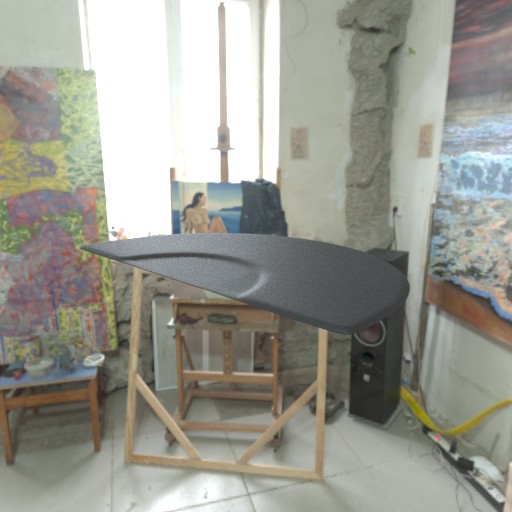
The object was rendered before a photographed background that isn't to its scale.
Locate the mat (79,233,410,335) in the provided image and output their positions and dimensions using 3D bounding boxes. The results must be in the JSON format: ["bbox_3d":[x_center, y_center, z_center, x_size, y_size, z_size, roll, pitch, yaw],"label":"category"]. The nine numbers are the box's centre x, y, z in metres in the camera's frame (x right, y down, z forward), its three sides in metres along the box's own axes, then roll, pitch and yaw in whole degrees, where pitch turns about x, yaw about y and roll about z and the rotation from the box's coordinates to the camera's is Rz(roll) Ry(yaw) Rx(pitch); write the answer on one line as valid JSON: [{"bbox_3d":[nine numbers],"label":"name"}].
[{"bbox_3d":[0.000,0.000,1.929,1.525,0.016,0.917,12,18,43],"label":"mat"}]
